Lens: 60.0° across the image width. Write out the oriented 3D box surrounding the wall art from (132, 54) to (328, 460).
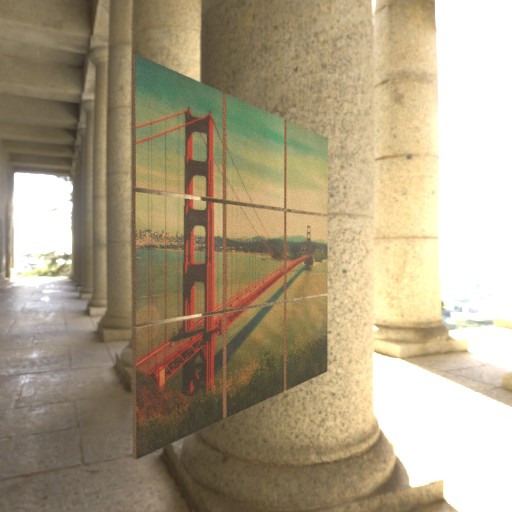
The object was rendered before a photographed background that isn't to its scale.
[{"bbox_3d":[0.000,0.000,1.809,0.016,1.207,1.217,0,1,37],"label":"wall art"}]
